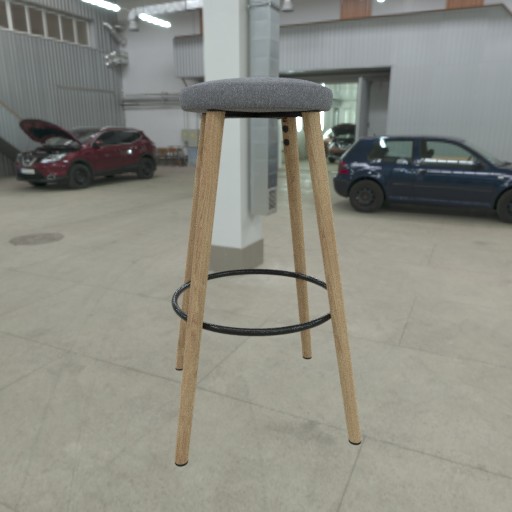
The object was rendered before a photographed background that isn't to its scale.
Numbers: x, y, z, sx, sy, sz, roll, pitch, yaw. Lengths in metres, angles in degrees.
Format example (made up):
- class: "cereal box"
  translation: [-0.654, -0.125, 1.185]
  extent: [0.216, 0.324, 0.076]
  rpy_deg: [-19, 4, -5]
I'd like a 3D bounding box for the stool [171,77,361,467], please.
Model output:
- class: "stool"
  translation: [0.000, 0.000, 1.032]
  extent: [0.410, 0.770, 0.410]
  rpy_deg: [-3, 16, -9]
